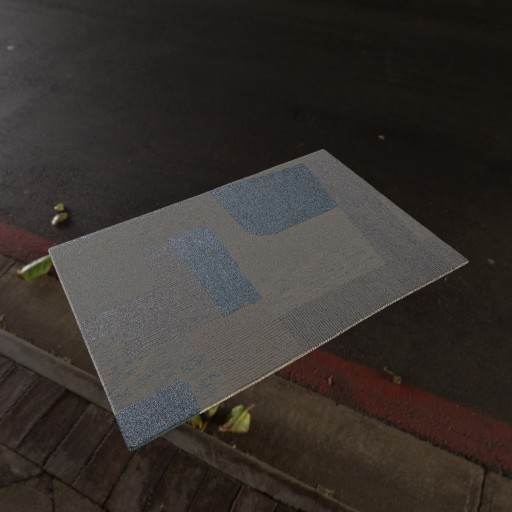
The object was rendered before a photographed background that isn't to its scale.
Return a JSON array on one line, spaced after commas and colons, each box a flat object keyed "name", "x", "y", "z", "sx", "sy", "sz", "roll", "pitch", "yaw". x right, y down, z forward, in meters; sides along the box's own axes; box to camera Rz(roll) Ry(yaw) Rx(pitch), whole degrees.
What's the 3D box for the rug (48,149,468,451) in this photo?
[{"name": "rug", "x": 0.000, "y": 0.000, "z": 2.334, "sx": 1.847, "sy": 0.020, "sz": 1.238, "roll": -24, "pitch": 51, "yaw": -21}]
